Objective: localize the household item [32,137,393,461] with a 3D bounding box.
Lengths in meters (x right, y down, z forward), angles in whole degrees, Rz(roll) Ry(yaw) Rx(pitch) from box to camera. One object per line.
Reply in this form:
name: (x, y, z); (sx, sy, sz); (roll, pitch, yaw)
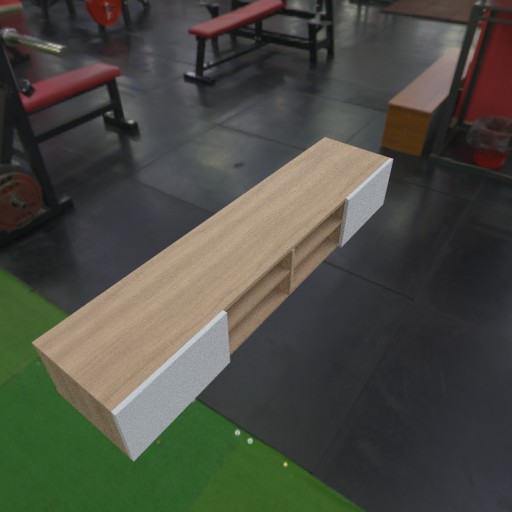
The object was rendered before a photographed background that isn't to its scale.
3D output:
household item: (0.000, 0.000, 2.000); (0.420, 0.310, 1.850); (27, 48, 27)
